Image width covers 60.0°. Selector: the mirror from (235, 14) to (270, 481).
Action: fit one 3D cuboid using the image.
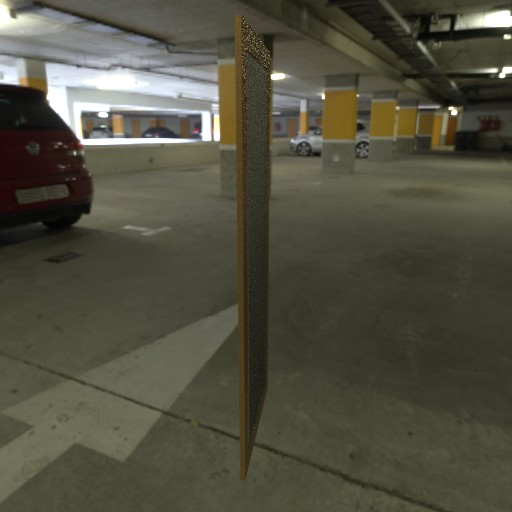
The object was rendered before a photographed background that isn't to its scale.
[{"bbox_3d":[0.000,0.000,2.257,0.025,2.031,0.812,2,16,9],"label":"mirror"}]
